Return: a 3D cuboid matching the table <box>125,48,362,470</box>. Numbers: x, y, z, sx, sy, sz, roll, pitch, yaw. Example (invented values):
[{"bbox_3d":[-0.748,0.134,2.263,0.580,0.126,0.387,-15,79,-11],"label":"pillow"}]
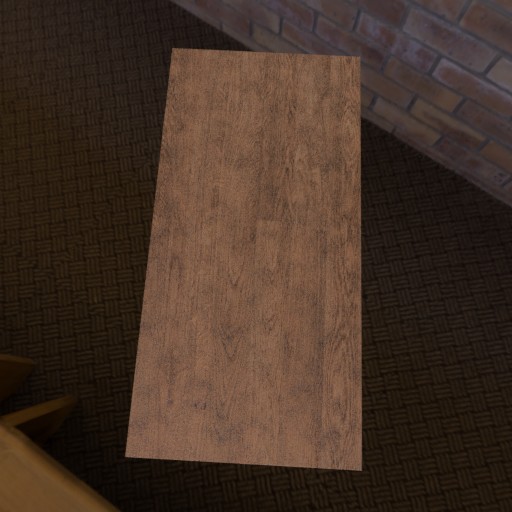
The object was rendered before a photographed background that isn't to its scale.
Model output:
[{"bbox_3d":[0.000,0.000,2.259,0.893,0.767,1.805,3,76,1],"label":"table"}]
